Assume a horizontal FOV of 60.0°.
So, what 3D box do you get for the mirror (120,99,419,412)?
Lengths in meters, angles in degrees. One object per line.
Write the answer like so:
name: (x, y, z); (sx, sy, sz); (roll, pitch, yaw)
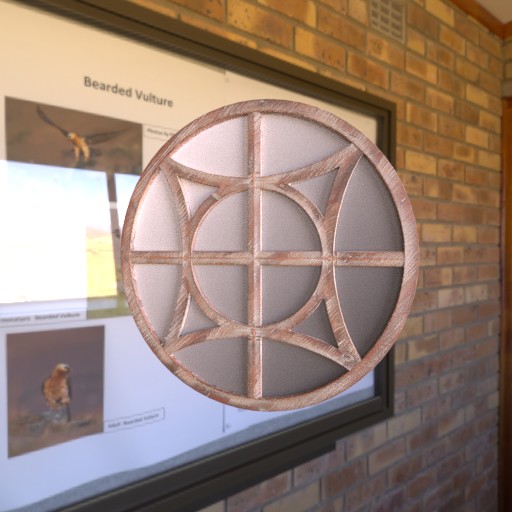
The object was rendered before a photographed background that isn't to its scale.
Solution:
mirror: (0.000, 0.000, 1.030); (0.710, 0.710, 0.038); (0, 1, 18)
